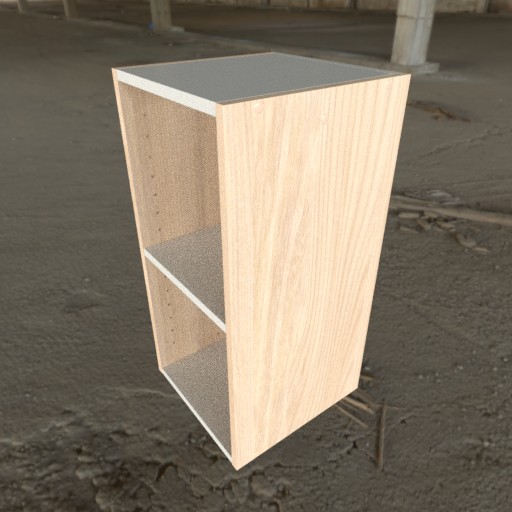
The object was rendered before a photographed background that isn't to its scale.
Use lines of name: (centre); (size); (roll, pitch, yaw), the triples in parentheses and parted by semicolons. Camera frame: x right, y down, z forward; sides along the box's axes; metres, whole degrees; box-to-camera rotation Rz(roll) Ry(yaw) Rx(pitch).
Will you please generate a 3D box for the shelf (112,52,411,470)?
shelf: (0.000, 0.000, 0.762); (0.297, 0.594, 0.290); (-21, 37, -31)
